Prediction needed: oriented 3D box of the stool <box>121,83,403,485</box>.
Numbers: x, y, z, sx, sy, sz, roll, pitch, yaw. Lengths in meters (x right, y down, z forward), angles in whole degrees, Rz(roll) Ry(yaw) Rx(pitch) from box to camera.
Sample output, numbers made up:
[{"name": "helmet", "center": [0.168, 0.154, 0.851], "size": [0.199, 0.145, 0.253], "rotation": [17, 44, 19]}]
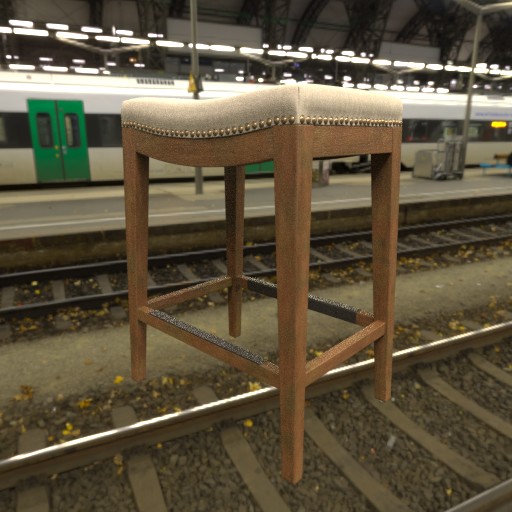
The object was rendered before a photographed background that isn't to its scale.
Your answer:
[{"name": "stool", "center": [0.000, 0.000, 0.965], "size": [0.508, 0.660, 0.356], "rotation": [14, 21, 41]}]
